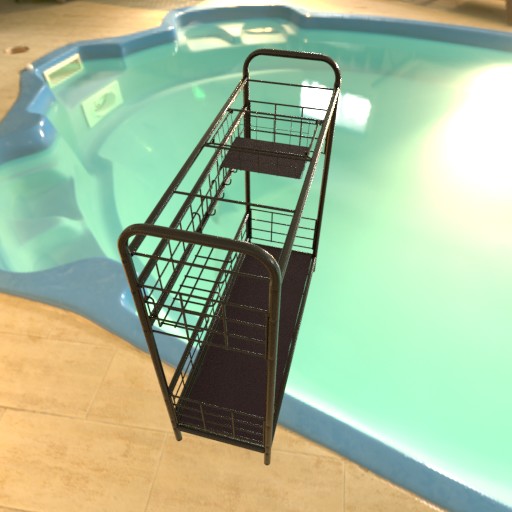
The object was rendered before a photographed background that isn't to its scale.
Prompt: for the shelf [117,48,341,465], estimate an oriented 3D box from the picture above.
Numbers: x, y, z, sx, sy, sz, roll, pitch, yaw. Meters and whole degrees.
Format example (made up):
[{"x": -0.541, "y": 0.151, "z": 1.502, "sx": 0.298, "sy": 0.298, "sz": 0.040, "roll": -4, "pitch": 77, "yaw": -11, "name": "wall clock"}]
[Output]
[{"x": 0.000, "y": 0.000, "z": 1.519, "sx": 0.350, "sy": 1.026, "sz": 0.961, "roll": 11, "pitch": 46, "yaw": 10, "name": "shelf"}]
